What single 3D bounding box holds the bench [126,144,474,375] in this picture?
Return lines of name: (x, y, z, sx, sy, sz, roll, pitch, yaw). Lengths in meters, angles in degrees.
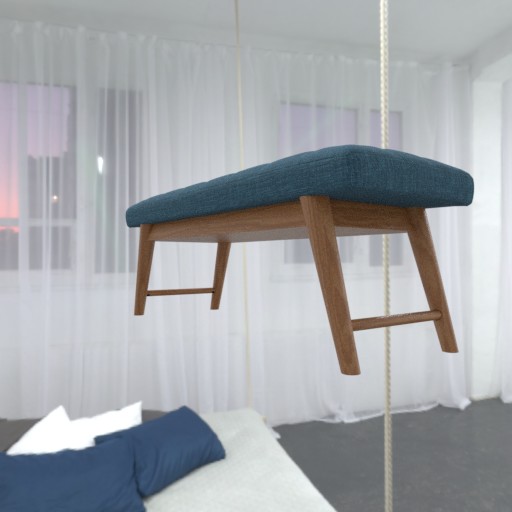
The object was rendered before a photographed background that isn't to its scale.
bench: (0.000, 0.000, 1.319, 0.406, 0.432, 1.118, 0, -1, -36)
